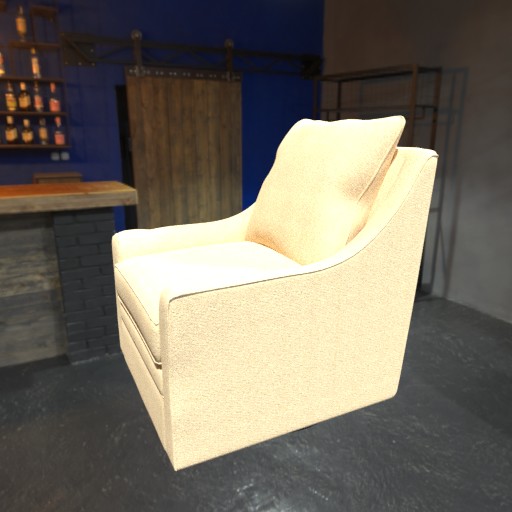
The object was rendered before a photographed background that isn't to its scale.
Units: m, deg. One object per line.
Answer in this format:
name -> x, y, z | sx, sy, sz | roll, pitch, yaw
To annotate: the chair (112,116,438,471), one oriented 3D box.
chair -> 0.000, 0.000, 1.536 | 0.876, 0.927, 0.760 | -8, 17, -26
